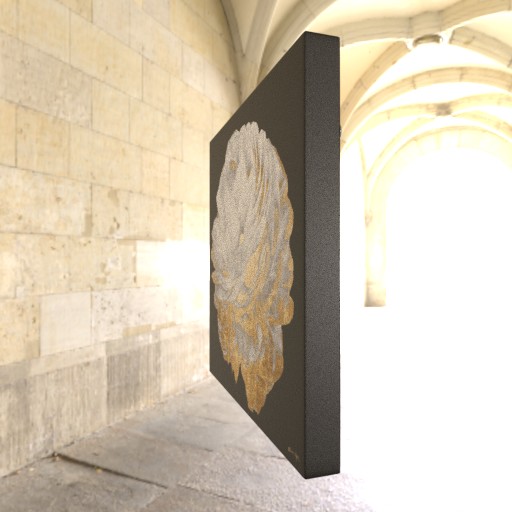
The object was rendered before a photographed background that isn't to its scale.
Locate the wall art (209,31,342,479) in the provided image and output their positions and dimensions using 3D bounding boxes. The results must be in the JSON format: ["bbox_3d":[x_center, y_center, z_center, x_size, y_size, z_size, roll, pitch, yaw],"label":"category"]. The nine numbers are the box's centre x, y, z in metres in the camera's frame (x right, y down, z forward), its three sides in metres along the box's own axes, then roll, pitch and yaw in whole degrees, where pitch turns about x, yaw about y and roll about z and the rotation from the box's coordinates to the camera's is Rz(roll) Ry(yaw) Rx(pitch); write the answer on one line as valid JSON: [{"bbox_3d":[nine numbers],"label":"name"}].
[{"bbox_3d":[0.000,0.000,0.597,0.041,0.407,0.406,0,0,-18],"label":"wall art"}]
